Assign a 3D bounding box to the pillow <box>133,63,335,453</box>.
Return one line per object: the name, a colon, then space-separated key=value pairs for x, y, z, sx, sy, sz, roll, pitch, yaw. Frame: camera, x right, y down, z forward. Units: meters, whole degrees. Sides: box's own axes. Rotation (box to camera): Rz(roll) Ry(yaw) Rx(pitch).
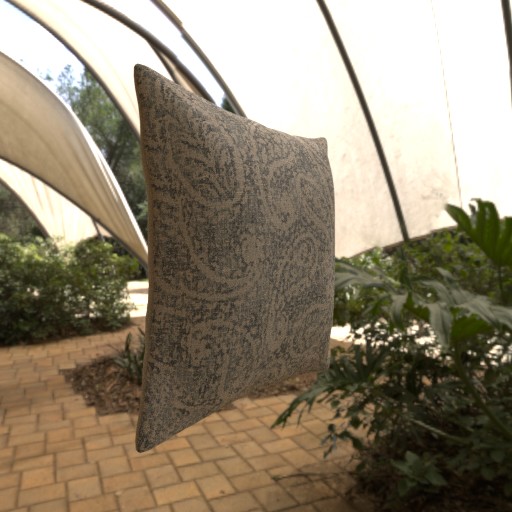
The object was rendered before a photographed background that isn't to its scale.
pillow: x=0.000 y=0.000 z=0.776 sx=0.166 sy=0.510 sz=0.523 roll=1 pitch=2 yaw=37
